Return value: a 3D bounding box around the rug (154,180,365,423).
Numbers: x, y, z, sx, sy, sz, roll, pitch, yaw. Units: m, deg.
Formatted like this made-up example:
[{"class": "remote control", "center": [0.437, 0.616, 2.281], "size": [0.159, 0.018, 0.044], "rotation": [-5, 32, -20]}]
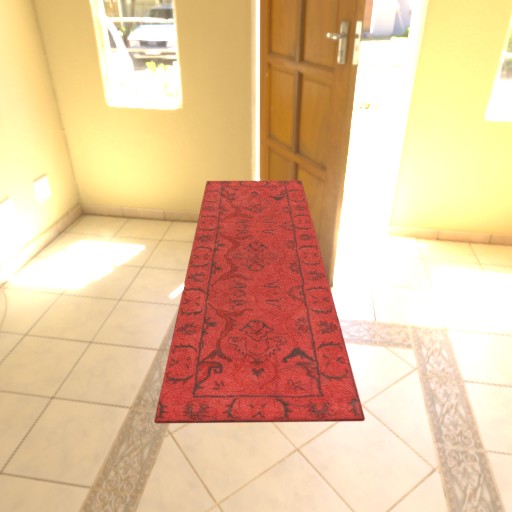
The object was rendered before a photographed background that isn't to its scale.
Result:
[{"class": "rug", "center": [0.000, 0.000, 2.741], "size": [0.813, 0.018, 2.439], "rotation": [0, 31, -1]}]
